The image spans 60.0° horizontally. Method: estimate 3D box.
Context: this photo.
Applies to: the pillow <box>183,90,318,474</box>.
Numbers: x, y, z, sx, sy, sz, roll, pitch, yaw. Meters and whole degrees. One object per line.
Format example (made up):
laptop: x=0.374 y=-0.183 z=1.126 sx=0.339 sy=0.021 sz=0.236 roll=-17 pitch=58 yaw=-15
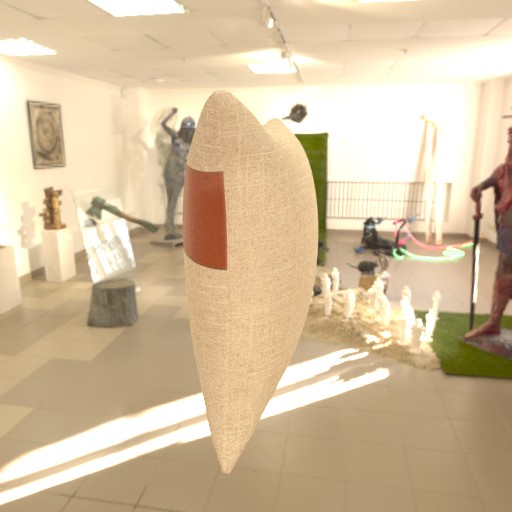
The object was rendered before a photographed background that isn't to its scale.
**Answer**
pillow: x=0.000 y=0.000 z=0.629 sx=0.173 sy=0.399 sz=0.414 roll=2 pitch=14 yaw=9
